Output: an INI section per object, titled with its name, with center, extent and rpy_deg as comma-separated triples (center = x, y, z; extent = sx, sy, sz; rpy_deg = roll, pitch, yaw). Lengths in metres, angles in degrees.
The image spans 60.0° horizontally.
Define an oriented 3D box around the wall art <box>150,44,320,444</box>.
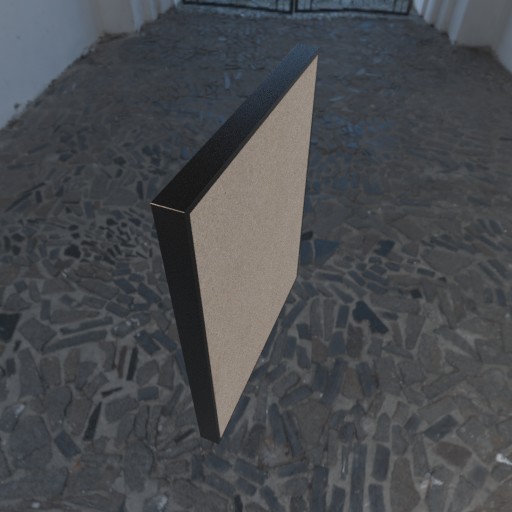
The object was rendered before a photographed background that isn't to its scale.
[wall art]
center = 0.000, 0.000, 0.768
extent = 0.038, 0.551, 0.448
rpy_deg = 16, 48, 16
